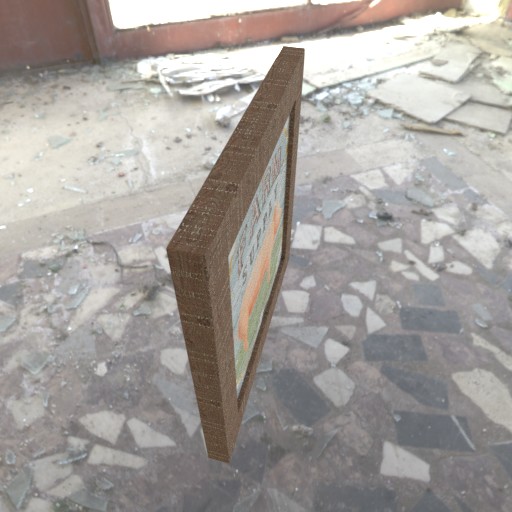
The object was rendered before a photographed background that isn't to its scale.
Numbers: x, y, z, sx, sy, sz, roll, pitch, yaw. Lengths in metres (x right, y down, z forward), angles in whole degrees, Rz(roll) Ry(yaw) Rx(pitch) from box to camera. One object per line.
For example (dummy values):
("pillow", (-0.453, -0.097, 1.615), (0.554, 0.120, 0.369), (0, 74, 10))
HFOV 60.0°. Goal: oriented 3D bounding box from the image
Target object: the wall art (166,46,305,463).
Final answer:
("wall art", (0.000, 0.000, 0.791), (0.040, 0.531, 0.531), (11, 46, 10))
